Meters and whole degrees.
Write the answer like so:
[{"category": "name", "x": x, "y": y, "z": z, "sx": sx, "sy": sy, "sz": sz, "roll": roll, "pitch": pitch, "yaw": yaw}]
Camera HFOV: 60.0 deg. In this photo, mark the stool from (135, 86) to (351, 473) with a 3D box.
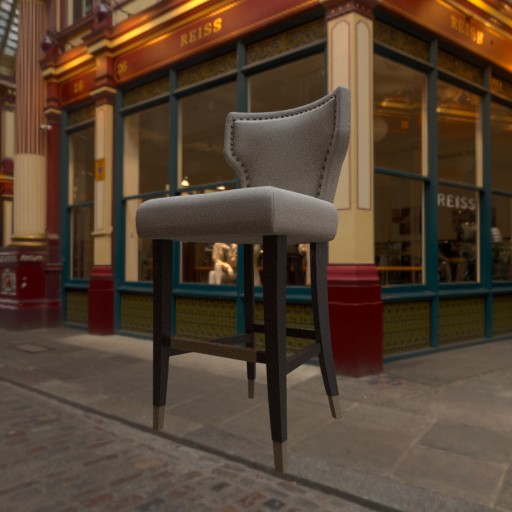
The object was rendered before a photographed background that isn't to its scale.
[{"category": "stool", "x": 0.000, "y": 0.000, "z": 1.425, "sx": 0.526, "sy": 1.092, "sz": 0.563, "roll": 0, "pitch": 0, "yaw": 36}]
